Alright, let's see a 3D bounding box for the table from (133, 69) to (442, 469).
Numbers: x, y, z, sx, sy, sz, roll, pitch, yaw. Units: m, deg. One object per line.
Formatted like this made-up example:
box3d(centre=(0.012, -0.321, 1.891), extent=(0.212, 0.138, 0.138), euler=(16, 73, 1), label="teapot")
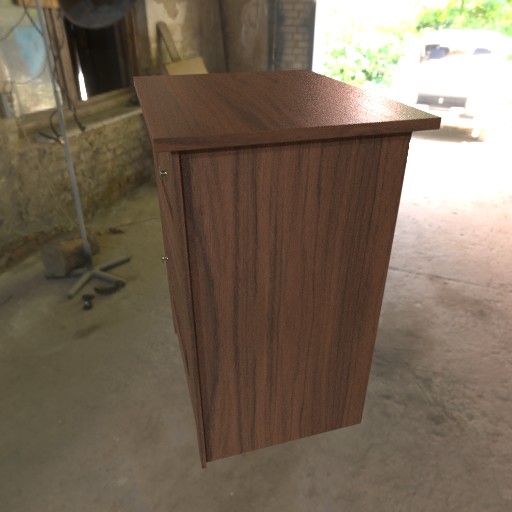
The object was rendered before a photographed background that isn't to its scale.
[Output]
box3d(centre=(0.000, 0.000, 0.906), extent=(0.381, 0.636, 0.480), euler=(-8, 31, -14), label="table")
